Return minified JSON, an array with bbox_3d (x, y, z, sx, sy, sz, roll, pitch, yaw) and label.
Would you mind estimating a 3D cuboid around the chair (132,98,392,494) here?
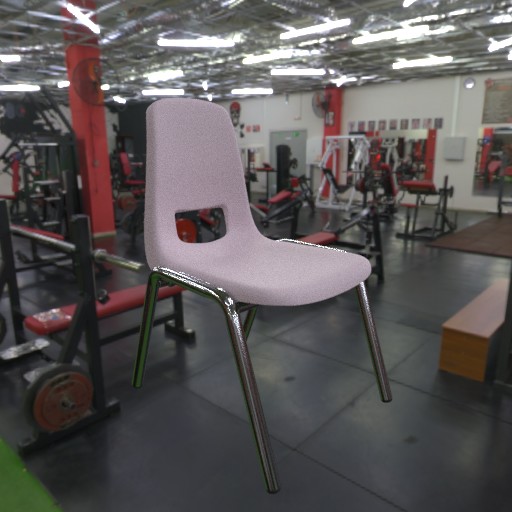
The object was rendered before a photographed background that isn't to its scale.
[{"bbox_3d":[0.000,0.000,0.833,0.423,0.586,0.354,14,19,43],"label":"chair"}]
